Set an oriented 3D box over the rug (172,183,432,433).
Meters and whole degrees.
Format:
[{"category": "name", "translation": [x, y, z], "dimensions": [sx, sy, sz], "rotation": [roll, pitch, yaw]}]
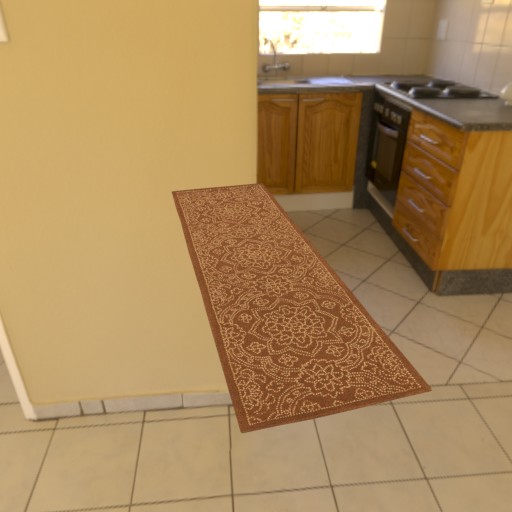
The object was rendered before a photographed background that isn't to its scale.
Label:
[{"category": "rug", "translation": [0.000, 0.000, 2.663], "dimensions": [0.769, 0.012, 2.448], "rotation": [-7, 30, -13]}]
